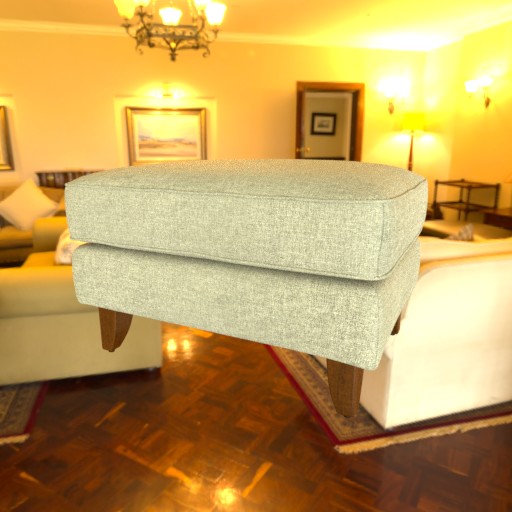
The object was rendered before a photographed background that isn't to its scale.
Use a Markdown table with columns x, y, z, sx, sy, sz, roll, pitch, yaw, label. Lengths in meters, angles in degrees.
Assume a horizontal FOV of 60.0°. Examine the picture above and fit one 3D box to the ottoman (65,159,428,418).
| x | y | z | sx | sy | sz | roll | pitch | yaw | label |
| --- | --- | --- | --- | --- | --- | --- | --- | --- | --- |
| 0.000 | 0.000 | 1.323 | 0.889 | 0.561 | 0.661 | 7 | 16 | 26 | ottoman |
